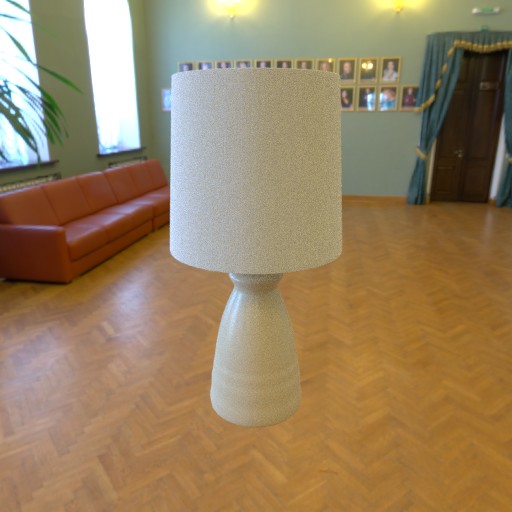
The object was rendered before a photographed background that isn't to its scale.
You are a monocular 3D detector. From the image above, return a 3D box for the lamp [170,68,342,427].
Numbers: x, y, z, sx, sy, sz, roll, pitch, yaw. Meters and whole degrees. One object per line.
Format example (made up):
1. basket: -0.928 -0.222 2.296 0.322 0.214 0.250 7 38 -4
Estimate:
1. lamp: 0.000 0.000 0.492 0.186 0.369 0.186 0 17 0
